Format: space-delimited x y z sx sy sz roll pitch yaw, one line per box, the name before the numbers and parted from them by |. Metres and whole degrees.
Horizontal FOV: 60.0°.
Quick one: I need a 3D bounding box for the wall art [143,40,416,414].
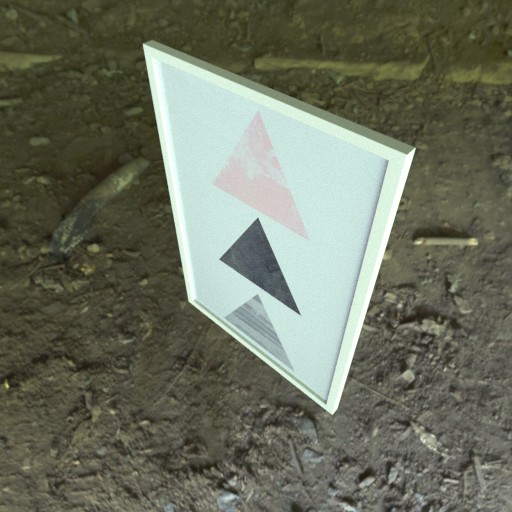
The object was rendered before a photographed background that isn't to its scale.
wall art | 0.000 0.000 0.547 0.303 0.433 0.013 33 55 27
